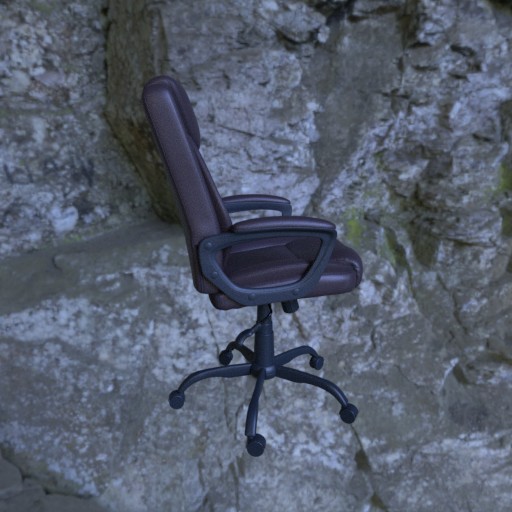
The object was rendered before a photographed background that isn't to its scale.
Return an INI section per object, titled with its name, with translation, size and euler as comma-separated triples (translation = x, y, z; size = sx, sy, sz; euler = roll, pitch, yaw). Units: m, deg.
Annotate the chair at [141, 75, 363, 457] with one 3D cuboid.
[chair]
translation = 0.000, 0.000, 1.473
size = 0.655, 1.072, 0.615
euler = -2, 15, -9
